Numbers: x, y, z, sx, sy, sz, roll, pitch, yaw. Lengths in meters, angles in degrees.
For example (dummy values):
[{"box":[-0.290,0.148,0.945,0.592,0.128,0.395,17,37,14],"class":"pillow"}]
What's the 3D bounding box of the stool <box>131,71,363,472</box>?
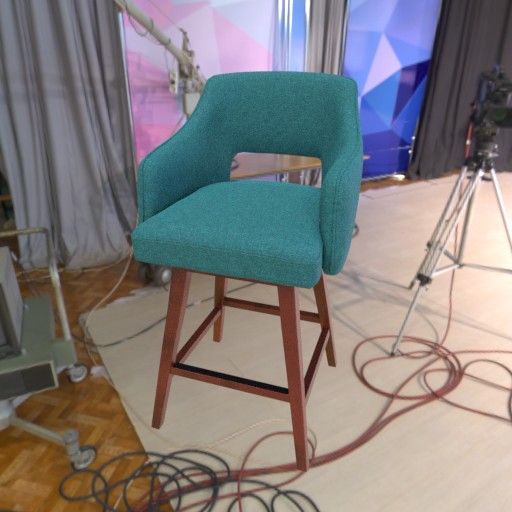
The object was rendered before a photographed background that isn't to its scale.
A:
[{"box":[0.000,0.000,1.276,0.548,0.961,0.556,8,26,17],"class":"stool"}]
